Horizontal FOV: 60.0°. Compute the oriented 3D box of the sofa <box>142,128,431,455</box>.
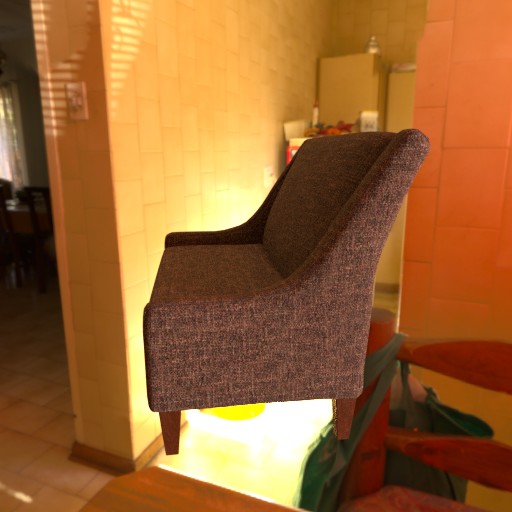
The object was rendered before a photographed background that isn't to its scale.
[{"bbox_3d":[0.000,0.000,1.921,0.870,1.021,1.242,-2,14,-8],"label":"sofa"}]
